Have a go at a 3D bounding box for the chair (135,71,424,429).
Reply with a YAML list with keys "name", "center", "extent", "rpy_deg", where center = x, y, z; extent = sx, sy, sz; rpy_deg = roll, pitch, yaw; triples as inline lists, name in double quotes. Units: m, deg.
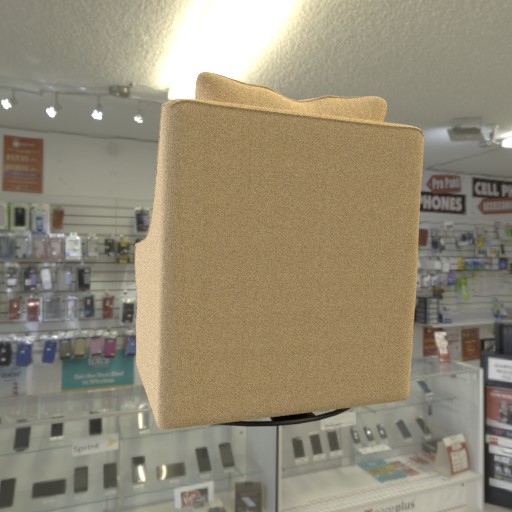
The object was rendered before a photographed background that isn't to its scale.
- name: "chair"
  center: [0.000, 0.000, 1.542]
  extent: [0.760, 0.927, 0.876]
  rpy_deg: [0, -1, -19]
